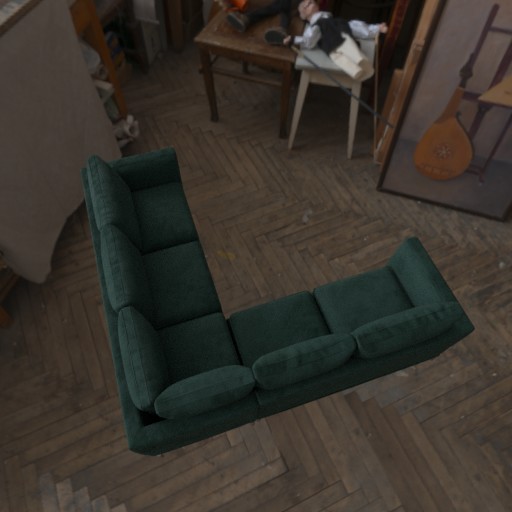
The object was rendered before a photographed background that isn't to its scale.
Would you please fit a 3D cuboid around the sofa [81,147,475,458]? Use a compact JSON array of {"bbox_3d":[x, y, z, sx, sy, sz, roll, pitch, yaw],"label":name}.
[{"bbox_3d":[0.000,0.000,3.726,2.468,1.004,2.452,-16,60,-10],"label":"sofa"}]
